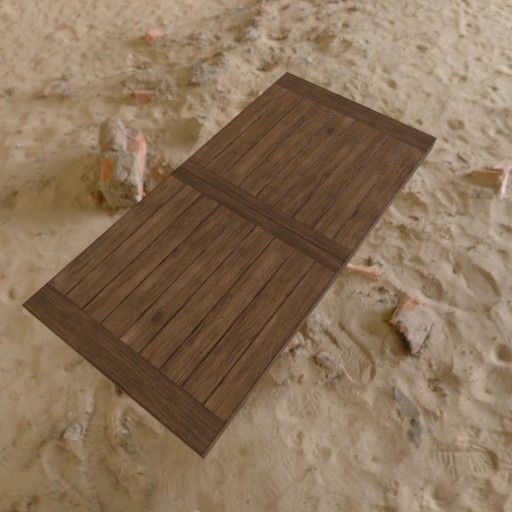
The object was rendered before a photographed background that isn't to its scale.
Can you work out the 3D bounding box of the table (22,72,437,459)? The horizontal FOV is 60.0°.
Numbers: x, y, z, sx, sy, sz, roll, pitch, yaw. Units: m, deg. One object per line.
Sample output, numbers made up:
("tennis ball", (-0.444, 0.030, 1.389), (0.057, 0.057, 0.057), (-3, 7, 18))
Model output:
("table", (0.000, 0.000, 2.332), (0.931, 0.757, 1.867), (32, 63, 19))
